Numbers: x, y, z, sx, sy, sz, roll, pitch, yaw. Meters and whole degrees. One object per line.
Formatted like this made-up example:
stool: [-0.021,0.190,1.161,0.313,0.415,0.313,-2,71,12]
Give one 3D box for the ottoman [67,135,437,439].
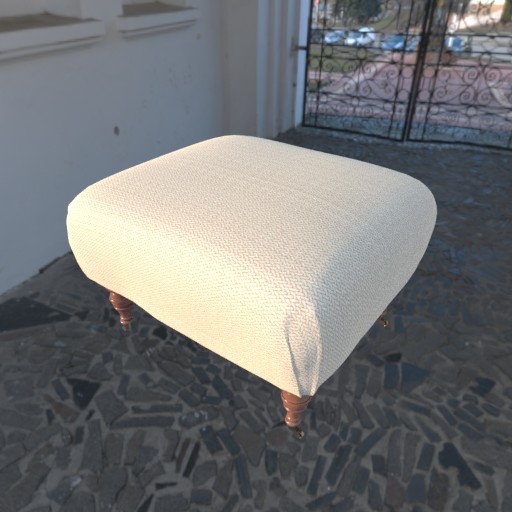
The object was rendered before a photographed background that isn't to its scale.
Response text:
ottoman: [0.000,0.000,1.093,0.684,0.447,0.622,22,38,31]
